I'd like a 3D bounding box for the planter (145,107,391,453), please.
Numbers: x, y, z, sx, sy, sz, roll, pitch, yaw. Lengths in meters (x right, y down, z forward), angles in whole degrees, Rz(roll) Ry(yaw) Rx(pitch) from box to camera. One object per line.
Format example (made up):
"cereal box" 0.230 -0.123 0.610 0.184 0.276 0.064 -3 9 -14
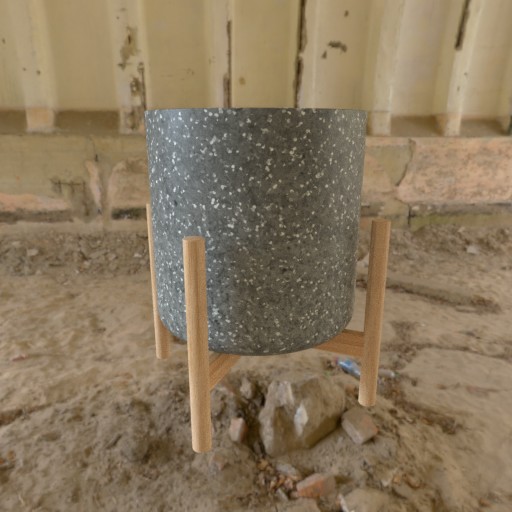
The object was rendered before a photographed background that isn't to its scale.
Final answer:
"planter" 0.000 0.000 0.678 0.360 0.419 0.360 -16 22 -43
